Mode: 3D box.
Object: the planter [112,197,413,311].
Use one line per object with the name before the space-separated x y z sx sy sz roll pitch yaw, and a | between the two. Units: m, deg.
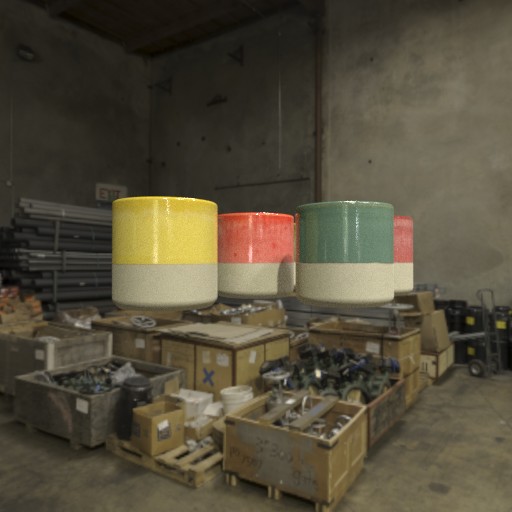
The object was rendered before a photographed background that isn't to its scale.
planter | 0.000 0.000 0.407 0.257 0.075 0.286 0 -1 36
